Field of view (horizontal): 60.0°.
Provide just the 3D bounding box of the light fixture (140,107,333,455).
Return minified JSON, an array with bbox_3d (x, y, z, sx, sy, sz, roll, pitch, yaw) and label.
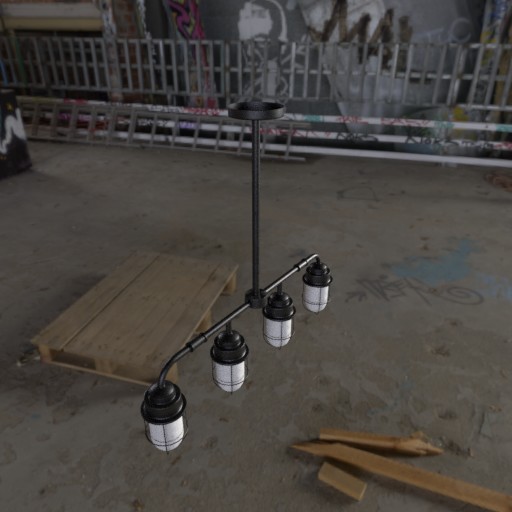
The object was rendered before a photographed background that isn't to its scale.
[{"bbox_3d":[0.000,0.000,1.210,0.131,0.785,0.852,19,33,32],"label":"light fixture"}]
